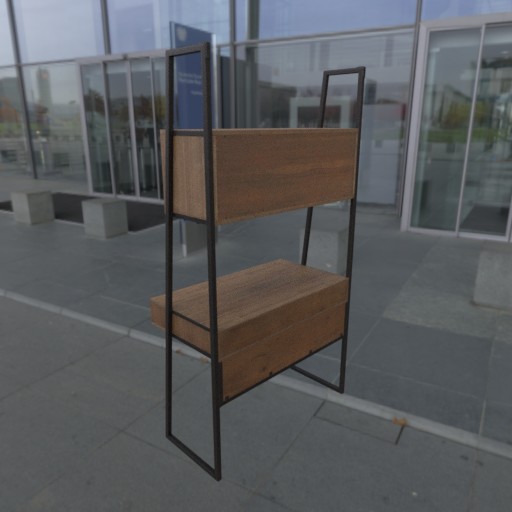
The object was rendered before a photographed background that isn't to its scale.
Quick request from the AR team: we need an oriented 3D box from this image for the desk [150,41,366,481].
[{"bbox_3d":[0.000,0.000,2.236,0.982,1.809,0.515,-16,23,-42],"label":"desk"}]
